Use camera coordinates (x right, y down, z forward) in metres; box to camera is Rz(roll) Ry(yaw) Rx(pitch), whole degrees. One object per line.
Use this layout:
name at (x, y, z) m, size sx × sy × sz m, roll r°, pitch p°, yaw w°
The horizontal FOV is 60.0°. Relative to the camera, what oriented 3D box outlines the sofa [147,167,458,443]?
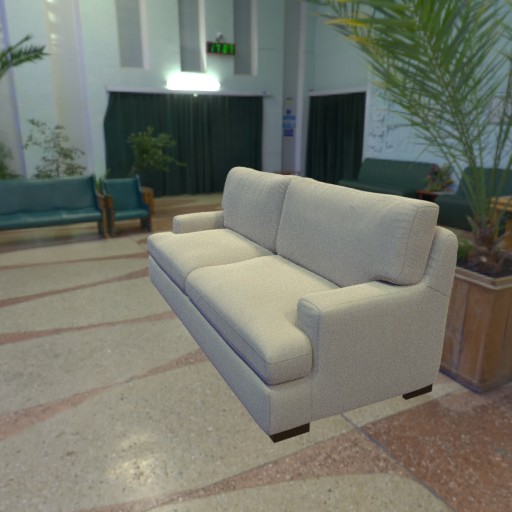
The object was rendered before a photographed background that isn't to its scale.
sofa at (0.000, 0.000, 2.705) m, size 0.929 × 0.925 × 2.147 m, roll -7°, pitch 18°, yaw -24°
